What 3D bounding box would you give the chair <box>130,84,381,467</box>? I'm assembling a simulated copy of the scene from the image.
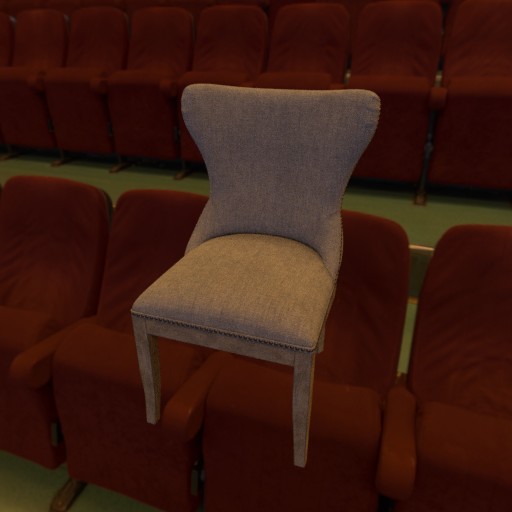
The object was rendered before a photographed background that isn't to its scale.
[{"bbox_3d":[0.000,0.000,1.451,0.654,1.002,0.681,9,28,17],"label":"chair"}]
